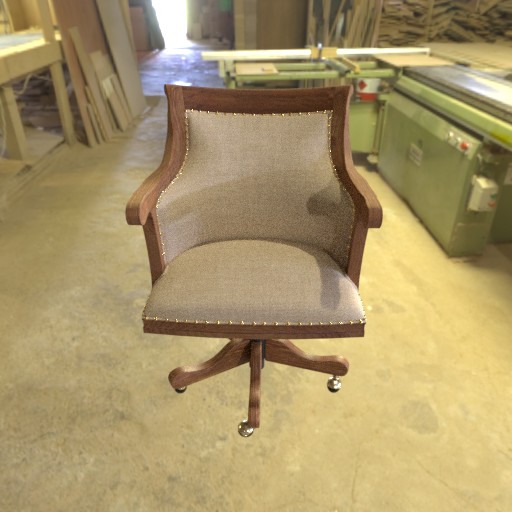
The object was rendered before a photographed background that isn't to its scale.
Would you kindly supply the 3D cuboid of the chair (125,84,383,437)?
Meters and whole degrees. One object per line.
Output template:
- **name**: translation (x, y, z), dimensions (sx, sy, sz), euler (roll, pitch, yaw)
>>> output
- **chair**: translation (0.000, 0.000, 1.434), dimensions (0.656, 0.965, 0.689), euler (1, 31, 1)
